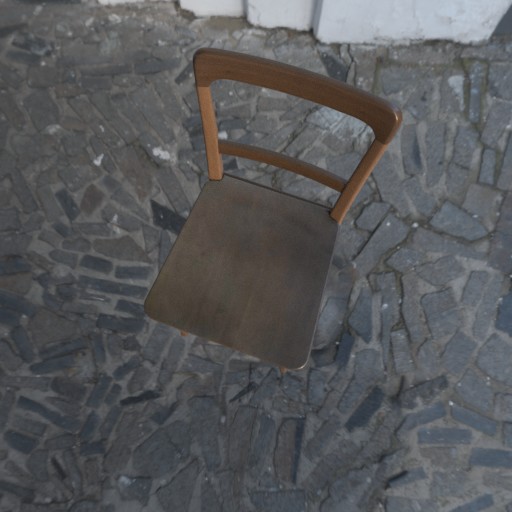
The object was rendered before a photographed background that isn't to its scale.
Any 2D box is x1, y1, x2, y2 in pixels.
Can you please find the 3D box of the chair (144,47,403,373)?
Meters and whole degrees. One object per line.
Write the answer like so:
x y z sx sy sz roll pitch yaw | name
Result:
0.000 0.000 1.284 0.450 0.991 0.546 19 76 5 | chair
